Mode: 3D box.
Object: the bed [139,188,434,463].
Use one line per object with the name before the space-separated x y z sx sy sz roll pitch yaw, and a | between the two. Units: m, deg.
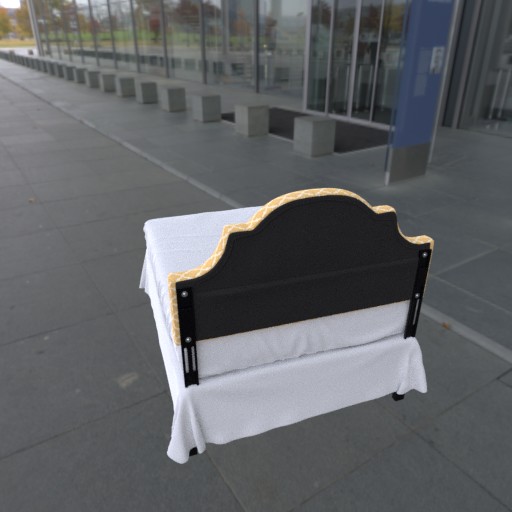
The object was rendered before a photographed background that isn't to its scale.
bed | 0.000 0.000 3.434 1.780 1.633 2.222 -8 28 -16
